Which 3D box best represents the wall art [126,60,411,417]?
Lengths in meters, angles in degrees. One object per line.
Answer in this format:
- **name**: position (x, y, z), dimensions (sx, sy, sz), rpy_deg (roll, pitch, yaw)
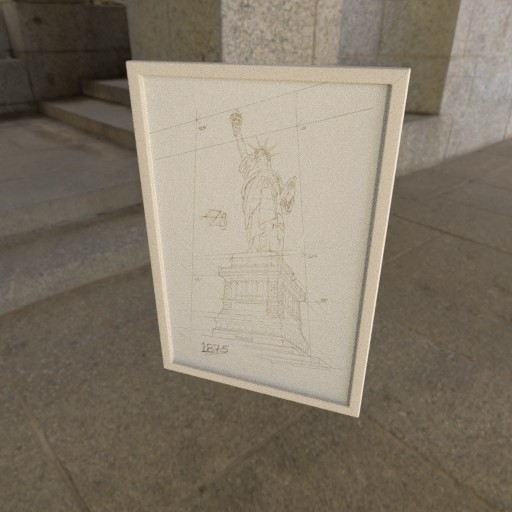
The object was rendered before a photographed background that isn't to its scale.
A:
- **wall art**: position (0.000, 0.000, 1.021), dimensions (0.556, 0.813, 0.026), rpy_deg (9, 29, 17)
